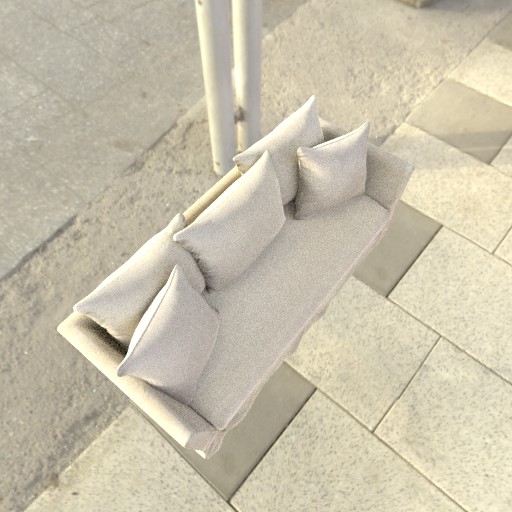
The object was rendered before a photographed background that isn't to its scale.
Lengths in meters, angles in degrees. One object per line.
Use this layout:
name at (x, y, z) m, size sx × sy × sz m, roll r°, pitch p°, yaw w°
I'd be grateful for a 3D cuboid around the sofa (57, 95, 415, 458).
sofa at (0.000, 0.000, 2.900) m, size 1.031 × 1.034 × 2.290 m, roll 34°, pitch 64°, yaw 19°
